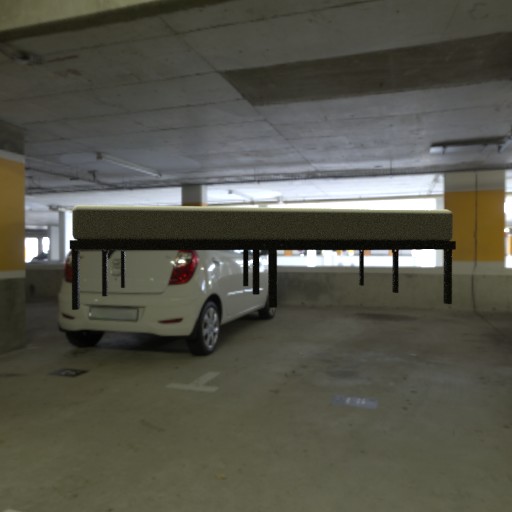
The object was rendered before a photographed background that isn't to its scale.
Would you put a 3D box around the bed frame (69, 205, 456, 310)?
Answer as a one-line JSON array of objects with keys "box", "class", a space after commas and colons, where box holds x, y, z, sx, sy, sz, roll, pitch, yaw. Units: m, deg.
[{"box": [0.000, 0.000, 3.923, 2.842, 0.680, 2.205, 0, 1, 0], "class": "bed frame"}]
